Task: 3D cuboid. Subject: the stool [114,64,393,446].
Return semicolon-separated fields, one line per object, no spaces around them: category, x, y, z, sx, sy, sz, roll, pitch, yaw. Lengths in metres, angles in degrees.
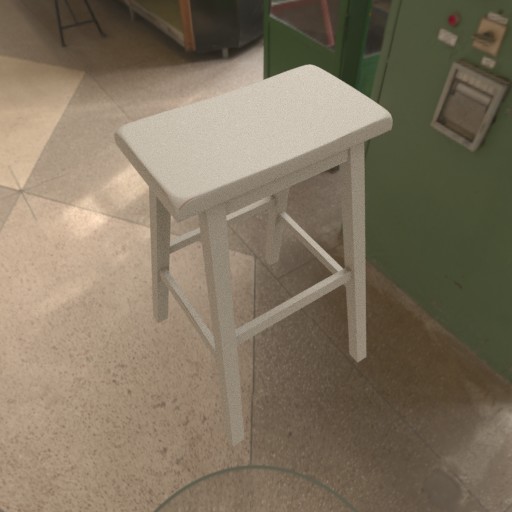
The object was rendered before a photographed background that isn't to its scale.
stool;0.000;0.000;1.065;0.457;0.737;0.476;-27;54;-21
